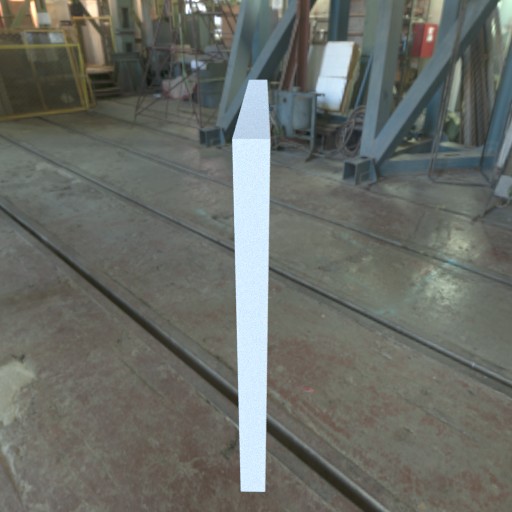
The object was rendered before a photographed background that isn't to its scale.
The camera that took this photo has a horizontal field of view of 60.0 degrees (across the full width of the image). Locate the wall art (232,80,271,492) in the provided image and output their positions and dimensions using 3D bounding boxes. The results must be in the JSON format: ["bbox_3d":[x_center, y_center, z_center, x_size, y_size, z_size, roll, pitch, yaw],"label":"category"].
[{"bbox_3d":[0.000,0.000,0.752,0.035,0.507,0.508,0,27,1],"label":"wall art"}]
